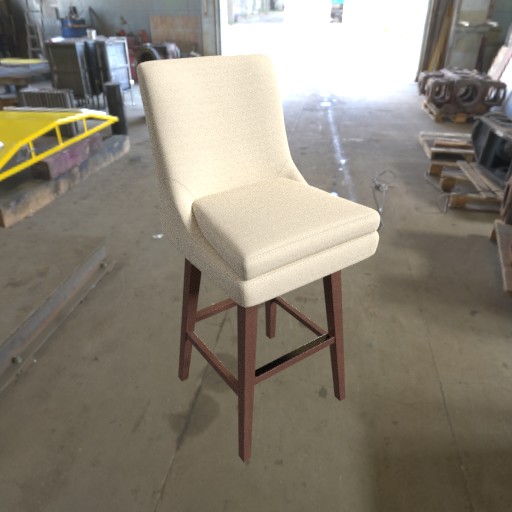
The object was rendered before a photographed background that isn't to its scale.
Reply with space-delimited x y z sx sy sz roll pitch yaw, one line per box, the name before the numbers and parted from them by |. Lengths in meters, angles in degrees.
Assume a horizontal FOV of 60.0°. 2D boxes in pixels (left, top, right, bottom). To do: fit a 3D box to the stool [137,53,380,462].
stool | 0.000 0.000 1.373 0.483 1.093 0.559 -20 35 -30
